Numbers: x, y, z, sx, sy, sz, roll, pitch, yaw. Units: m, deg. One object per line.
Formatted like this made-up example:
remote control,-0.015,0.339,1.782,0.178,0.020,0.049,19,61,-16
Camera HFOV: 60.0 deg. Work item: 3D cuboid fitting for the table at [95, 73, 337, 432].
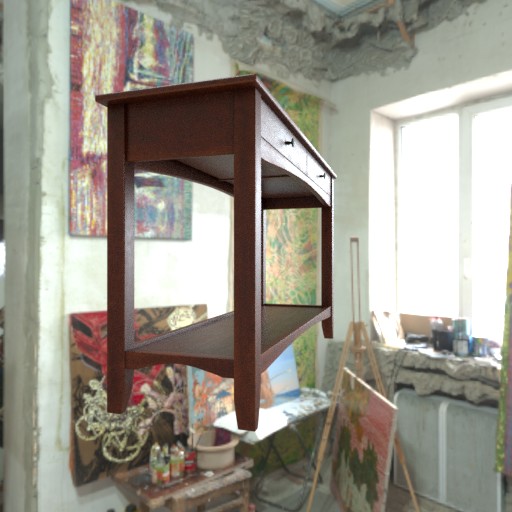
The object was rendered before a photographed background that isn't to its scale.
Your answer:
table,0.000,0.000,1.521,0.392,0.739,1.188,0,0,18
